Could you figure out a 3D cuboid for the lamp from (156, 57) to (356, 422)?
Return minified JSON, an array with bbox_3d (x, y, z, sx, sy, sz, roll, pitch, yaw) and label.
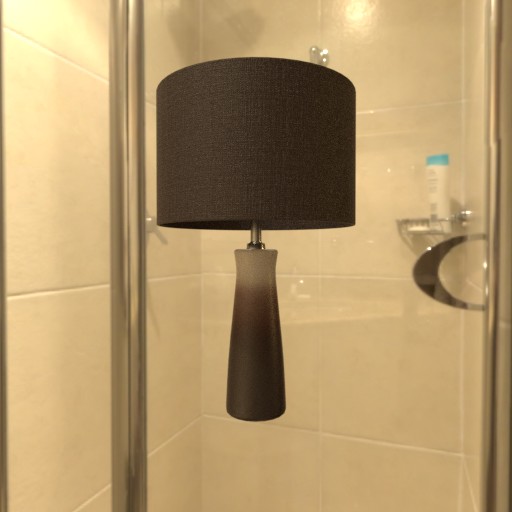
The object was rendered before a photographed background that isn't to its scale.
[{"bbox_3d":[0.000,0.000,0.692,0.303,0.488,0.303,0,1,0],"label":"lamp"}]
